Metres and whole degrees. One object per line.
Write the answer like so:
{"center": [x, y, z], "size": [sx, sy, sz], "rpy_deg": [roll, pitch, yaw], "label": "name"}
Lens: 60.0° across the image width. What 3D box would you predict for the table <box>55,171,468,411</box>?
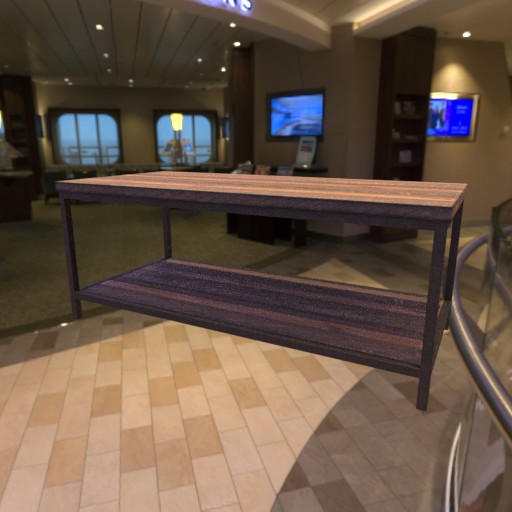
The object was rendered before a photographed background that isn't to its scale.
{"center": [0.000, 0.000, 1.216], "size": [0.990, 0.399, 0.452], "rpy_deg": [8, 17, 27], "label": "table"}
